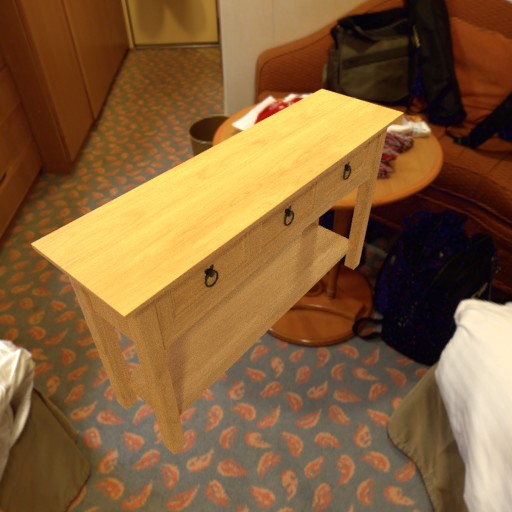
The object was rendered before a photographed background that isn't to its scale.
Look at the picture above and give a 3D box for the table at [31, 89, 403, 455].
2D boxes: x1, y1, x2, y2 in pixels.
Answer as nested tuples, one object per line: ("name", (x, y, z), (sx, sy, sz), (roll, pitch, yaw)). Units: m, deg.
("table", (0.000, 0.000, 1.559), (0.350, 0.730, 1.240), (29, 49, 28))
